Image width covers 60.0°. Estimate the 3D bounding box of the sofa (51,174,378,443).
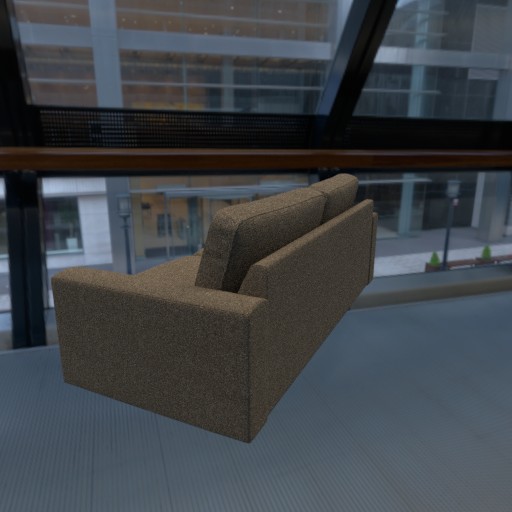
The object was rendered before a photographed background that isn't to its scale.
[{"bbox_3d":[0.000,0.000,2.691,1.016,0.873,2.179,8,17,25],"label":"sofa"}]
